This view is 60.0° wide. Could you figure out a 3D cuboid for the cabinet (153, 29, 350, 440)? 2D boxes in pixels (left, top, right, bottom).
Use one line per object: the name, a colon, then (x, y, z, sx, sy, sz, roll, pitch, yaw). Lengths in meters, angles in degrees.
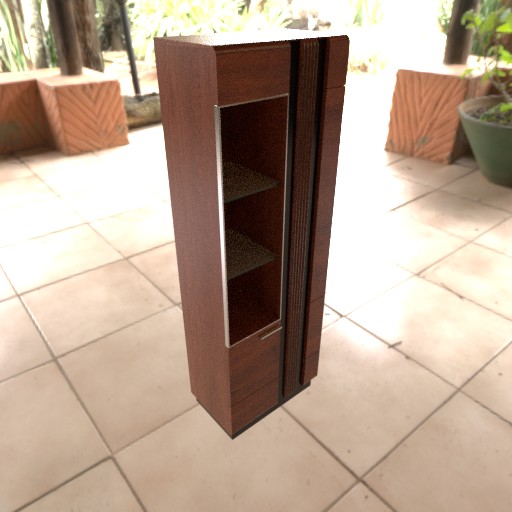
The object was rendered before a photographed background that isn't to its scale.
cabinet: (0.000, 0.000, 2.220, 0.660, 1.980, 0.420, -23, 38, -33)
